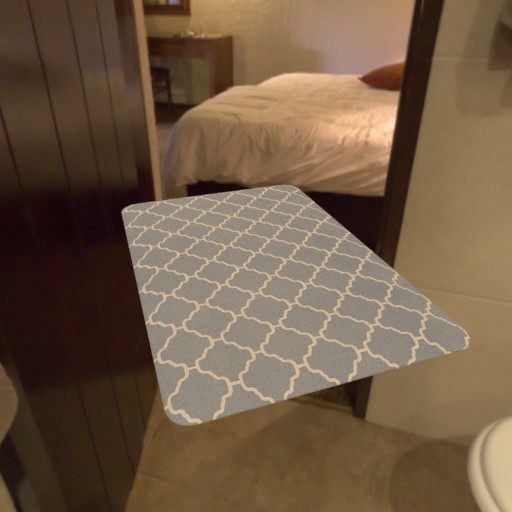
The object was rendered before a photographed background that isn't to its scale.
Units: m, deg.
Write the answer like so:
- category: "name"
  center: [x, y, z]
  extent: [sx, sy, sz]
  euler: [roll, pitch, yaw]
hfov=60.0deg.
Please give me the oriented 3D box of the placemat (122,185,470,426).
- category: "placemat"
  center: [0.000, 0.000, 0.955]
  extent: [0.508, 0.021, 0.762]
  euler: [-10, 32, -17]
